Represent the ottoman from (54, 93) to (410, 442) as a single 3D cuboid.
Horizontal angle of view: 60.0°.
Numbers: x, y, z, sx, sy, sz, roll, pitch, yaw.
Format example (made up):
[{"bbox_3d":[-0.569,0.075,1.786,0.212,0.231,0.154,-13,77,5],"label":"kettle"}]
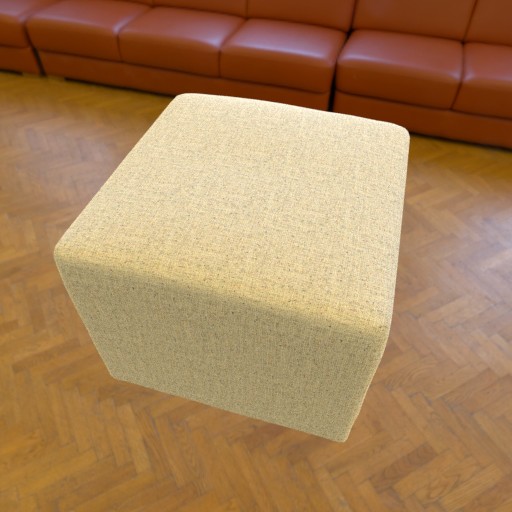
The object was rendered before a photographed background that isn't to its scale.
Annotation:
[{"bbox_3d":[0.000,0.000,0.914,0.512,0.453,0.521,12,49,11],"label":"ottoman"}]
